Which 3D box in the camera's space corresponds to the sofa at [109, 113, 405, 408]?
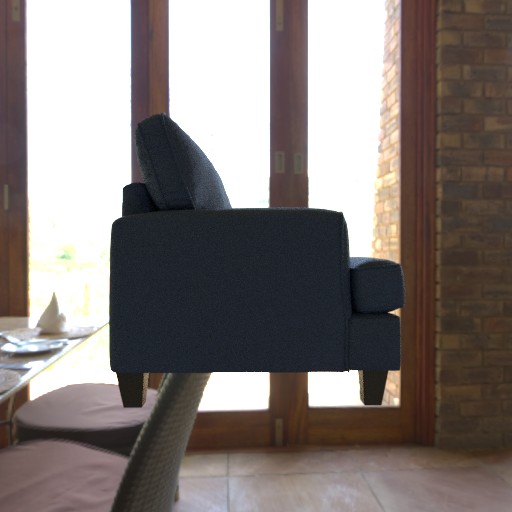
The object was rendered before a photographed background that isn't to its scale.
[{"bbox_3d":[0.000,0.000,2.191,0.965,0.965,1.651,0,0,-1],"label":"sofa"}]
